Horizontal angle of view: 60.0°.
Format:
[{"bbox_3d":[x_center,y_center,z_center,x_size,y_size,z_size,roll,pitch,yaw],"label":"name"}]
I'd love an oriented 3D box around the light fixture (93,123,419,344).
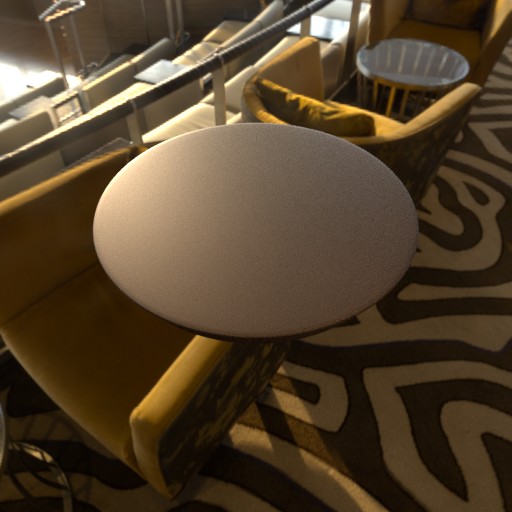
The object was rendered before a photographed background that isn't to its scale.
[{"bbox_3d":[0.000,0.000,0.440,0.280,0.135,0.280,0,46,0],"label":"light fixture"}]
